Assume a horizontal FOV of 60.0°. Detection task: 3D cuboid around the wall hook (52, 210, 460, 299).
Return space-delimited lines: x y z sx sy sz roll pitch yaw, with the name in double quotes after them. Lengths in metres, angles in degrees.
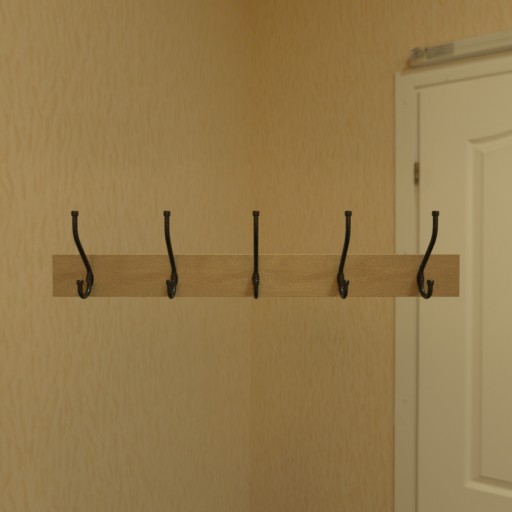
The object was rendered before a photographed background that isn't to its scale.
0.000 0.000 0.601 0.571 0.117 0.071 0 1 0 "wall hook"
